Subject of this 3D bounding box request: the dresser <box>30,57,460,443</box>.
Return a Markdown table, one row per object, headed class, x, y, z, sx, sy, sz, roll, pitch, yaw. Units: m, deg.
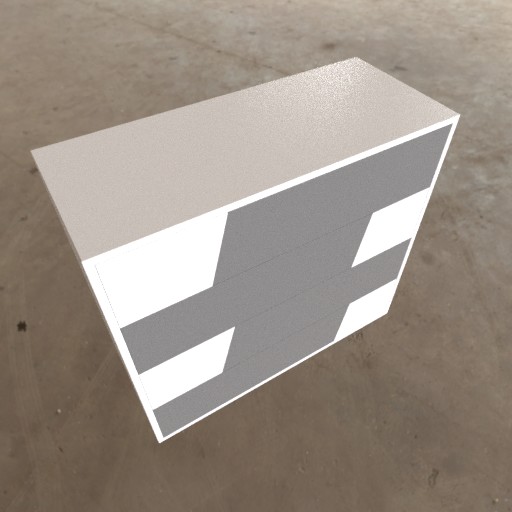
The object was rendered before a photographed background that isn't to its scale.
| class | x | y | z | sx | sy | sz | roll | pitch | yaw |
| --- | --- | --- | --- | --- | --- | --- | --- | --- | --- |
| dresser | 0.000 | 0.000 | 1.580 | 1.100 | 1.000 | 0.460 | -24 | 52 | -21 |
